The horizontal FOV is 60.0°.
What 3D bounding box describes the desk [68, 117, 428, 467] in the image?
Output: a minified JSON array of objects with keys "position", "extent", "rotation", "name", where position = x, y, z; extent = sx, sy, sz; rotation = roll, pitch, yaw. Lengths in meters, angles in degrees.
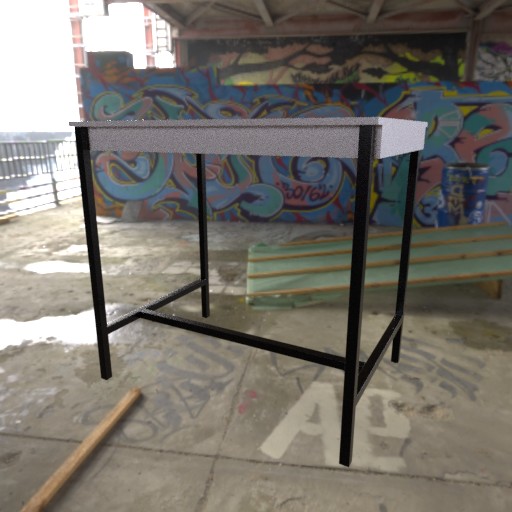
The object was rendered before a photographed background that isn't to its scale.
[{"position":[0.000,0.000,1.322],"extent":[0.811,0.766,0.573],"rotation":[8,18,27],"name":"desk"}]
